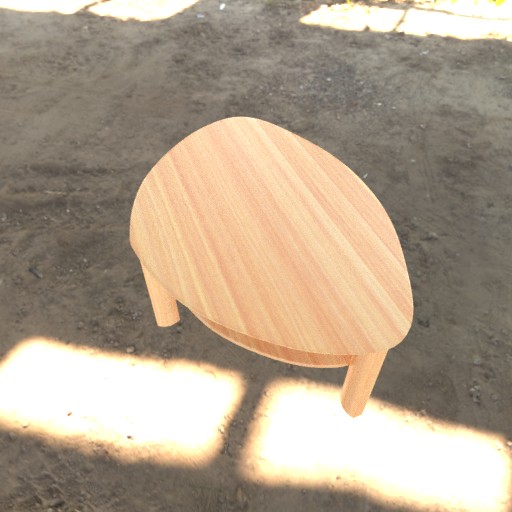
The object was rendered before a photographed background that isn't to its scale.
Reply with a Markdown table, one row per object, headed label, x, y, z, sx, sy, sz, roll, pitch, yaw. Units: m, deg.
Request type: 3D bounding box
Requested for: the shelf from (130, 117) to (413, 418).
| label | x | y | z | sx | sy | sz | roll | pitch | yaw |
| --- | --- | --- | --- | --- | --- | --- | --- | --- | --- |
| shelf | 0.000 | 0.000 | 1.654 | 0.845 | 0.440 | 1.246 | -16 | 48 | -14 |
